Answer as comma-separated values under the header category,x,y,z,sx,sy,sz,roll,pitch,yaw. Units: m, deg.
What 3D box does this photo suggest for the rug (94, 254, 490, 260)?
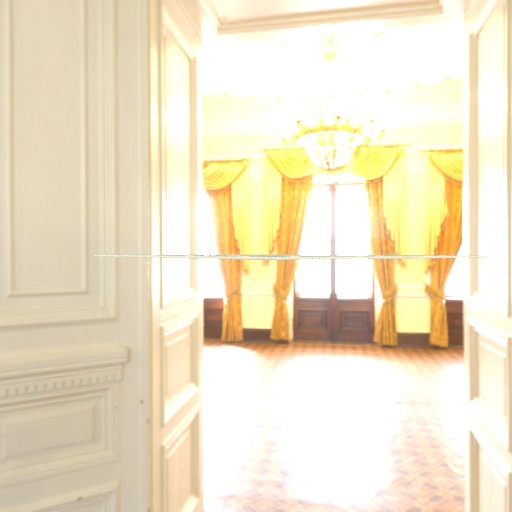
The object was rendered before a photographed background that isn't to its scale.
category,x,y,z,sx,sy,sz,roll,pitch,yaw
rug,0.000,0.000,3.070,1.528,0.015,2.443,0,0,-35
